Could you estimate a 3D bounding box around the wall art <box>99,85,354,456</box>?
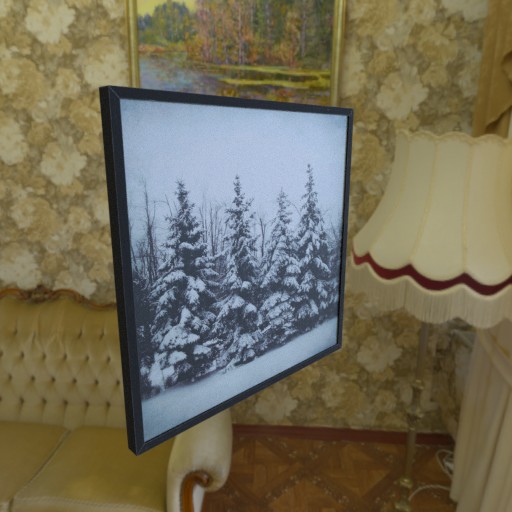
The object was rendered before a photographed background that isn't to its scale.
[{"bbox_3d":[0.000,0.000,1.143,0.761,0.761,0.037,-13,19,-43],"label":"wall art"}]
